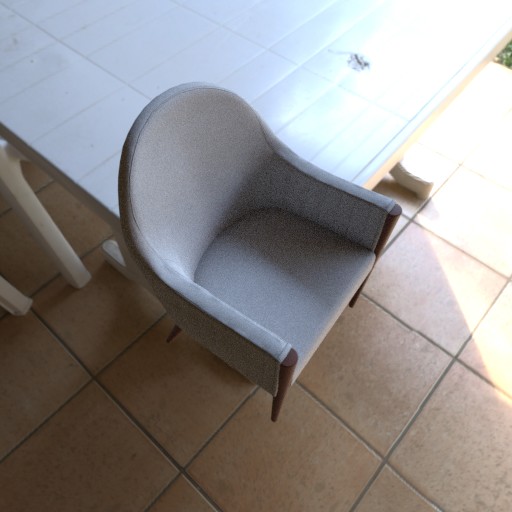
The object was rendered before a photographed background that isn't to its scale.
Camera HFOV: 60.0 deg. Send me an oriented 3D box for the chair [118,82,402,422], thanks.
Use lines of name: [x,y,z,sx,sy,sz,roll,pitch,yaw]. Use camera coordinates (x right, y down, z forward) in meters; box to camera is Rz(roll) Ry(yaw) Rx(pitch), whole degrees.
chair: [0.000,0.000,1.361,0.620,0.889,0.610,31,62,19]
